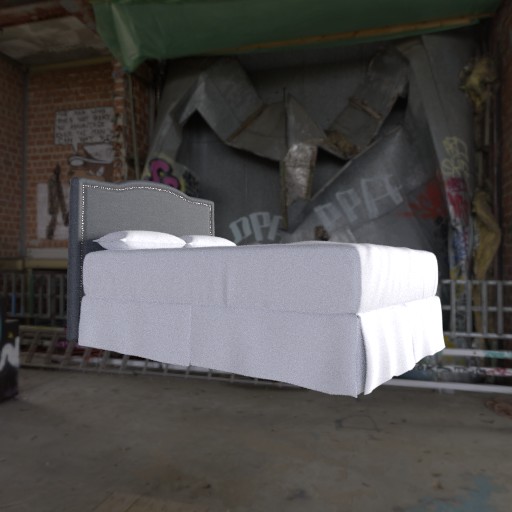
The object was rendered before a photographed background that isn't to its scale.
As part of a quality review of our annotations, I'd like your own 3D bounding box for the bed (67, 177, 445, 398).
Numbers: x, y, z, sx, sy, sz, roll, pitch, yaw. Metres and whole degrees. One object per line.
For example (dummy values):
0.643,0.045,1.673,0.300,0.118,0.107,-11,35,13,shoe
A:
0.000,0.000,3.529,2.507,1.441,1.747,-1,-1,36,bed
